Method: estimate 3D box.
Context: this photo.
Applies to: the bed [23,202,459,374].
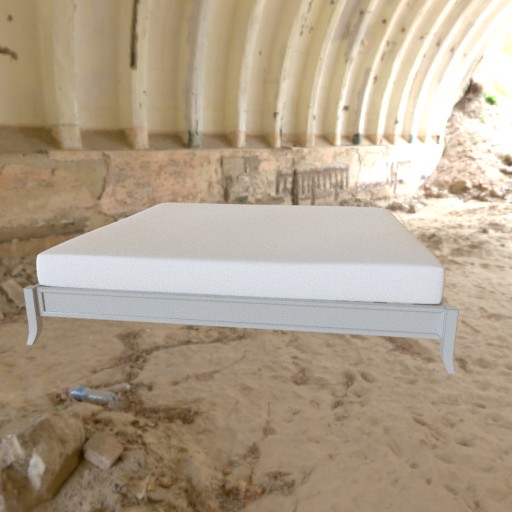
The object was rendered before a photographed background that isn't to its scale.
[{"bbox_3d":[0.000,0.000,3.042,2.108,0.510,2.007,2,15,8],"label":"bed"}]
